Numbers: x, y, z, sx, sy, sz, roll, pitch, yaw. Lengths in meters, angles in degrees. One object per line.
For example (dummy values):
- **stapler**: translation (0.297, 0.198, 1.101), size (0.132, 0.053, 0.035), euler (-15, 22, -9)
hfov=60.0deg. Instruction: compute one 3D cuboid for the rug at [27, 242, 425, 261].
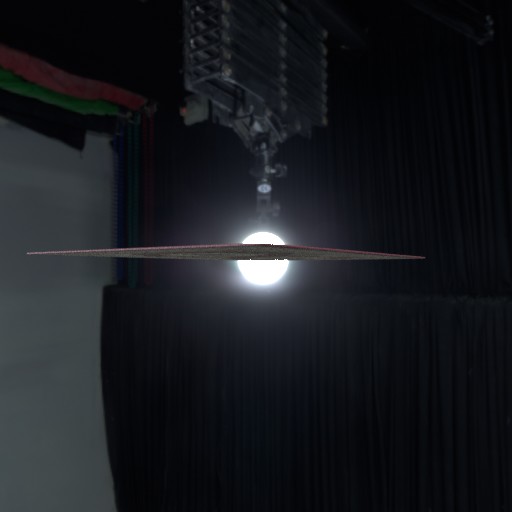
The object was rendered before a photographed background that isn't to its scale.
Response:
- **rug**: translation (0.000, 0.000, 2.939), size (1.599, 0.011, 2.210), euler (-1, -2, 35)
